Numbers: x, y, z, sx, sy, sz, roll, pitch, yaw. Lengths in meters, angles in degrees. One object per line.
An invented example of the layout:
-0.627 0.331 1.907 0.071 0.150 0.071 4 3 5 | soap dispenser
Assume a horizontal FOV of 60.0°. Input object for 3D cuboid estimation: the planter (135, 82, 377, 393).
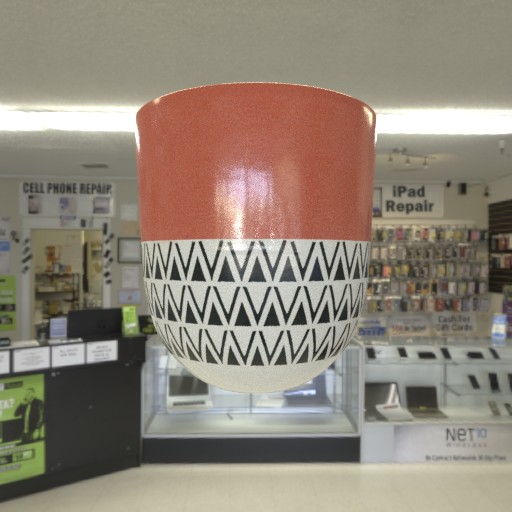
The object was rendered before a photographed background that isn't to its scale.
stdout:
0.000 0.000 0.369 0.195 0.214 0.195 0 0 0 | planter
